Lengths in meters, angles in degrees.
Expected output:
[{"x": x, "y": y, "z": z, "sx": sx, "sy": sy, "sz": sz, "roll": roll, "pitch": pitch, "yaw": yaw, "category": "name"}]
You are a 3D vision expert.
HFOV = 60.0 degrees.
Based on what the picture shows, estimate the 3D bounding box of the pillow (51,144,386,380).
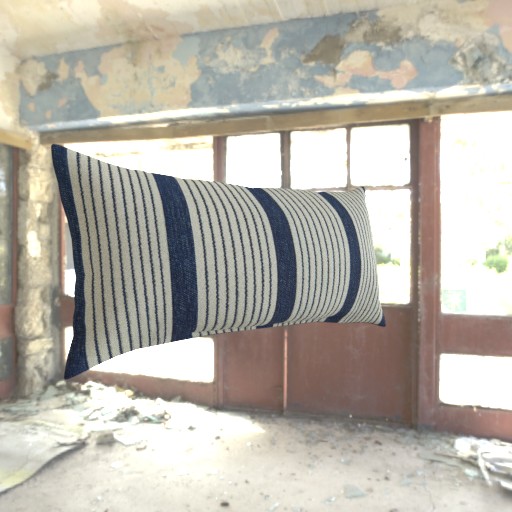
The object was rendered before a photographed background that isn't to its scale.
[{"x": 0.000, "y": 0.000, "z": 0.727, "sx": 0.608, "sy": 0.292, "sz": 0.156, "roll": 0, "pitch": 1, "yaw": -36, "category": "pillow"}]
